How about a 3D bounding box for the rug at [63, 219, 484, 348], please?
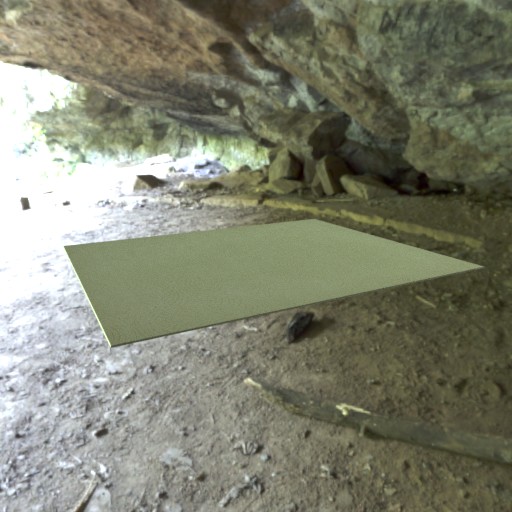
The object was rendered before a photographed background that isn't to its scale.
[{"bbox_3d":[0.000,0.000,3.444,2.584,0.011,2.073,-8,17,-27],"label":"rug"}]
